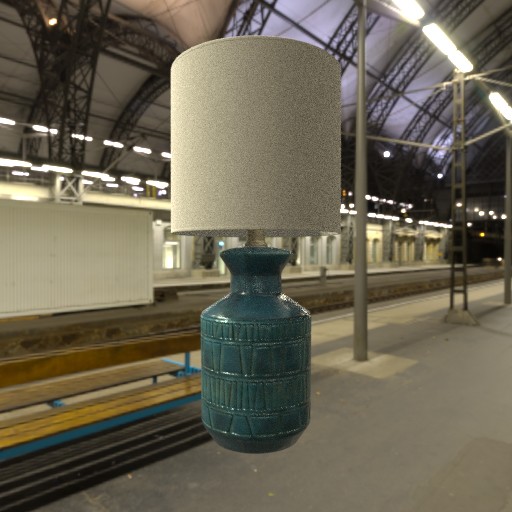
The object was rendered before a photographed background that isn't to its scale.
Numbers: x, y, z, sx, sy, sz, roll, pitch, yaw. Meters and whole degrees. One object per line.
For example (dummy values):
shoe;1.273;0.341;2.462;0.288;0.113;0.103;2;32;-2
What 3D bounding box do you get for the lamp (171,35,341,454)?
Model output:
lamp;0.000;0.000;0.562;0.211;0.455;0.211;0;0;20
